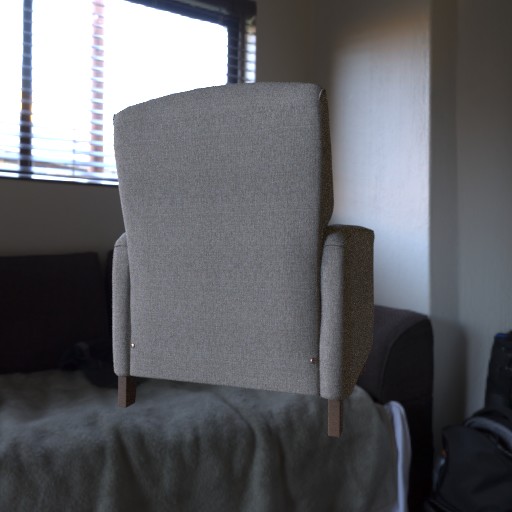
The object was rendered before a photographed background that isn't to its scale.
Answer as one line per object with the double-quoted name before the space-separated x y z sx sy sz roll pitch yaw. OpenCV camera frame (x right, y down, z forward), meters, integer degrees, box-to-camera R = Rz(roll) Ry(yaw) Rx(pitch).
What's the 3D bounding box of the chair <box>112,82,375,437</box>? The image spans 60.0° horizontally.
"chair" 0.000 0.000 1.692 0.848 1.014 0.864 0 1 19
